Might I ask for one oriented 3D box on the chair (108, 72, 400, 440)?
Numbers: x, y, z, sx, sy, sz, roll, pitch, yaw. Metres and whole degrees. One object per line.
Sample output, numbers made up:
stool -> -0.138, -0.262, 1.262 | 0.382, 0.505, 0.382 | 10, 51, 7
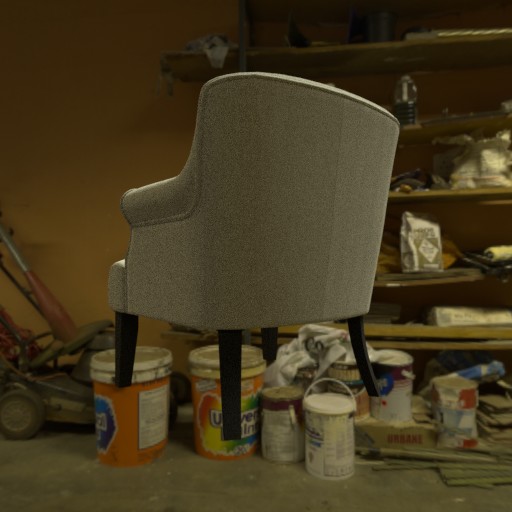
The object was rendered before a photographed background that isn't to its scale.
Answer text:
chair -> 0.000, 0.000, 1.438 | 0.781, 0.875, 0.750 | 0, 0, -38
